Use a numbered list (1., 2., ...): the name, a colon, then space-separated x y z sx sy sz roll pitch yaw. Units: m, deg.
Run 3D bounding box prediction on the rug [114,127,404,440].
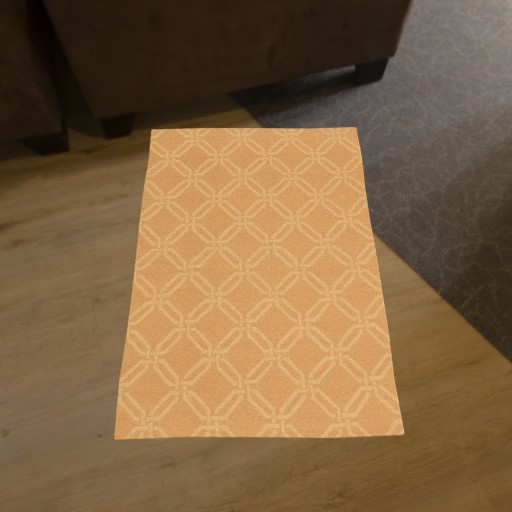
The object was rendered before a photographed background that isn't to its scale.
1. rug: 0.000 0.000 2.785 1.524 0.013 2.135 -1 63 0
